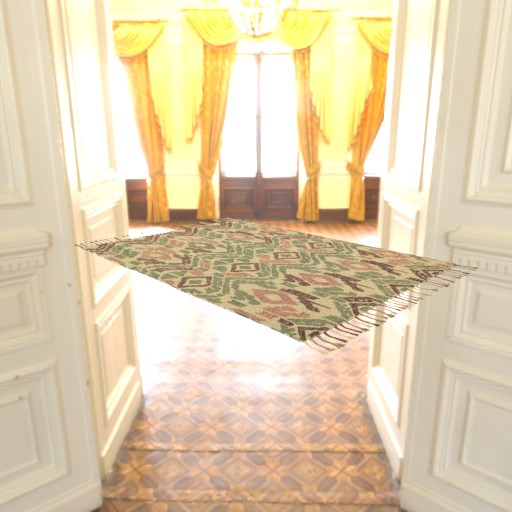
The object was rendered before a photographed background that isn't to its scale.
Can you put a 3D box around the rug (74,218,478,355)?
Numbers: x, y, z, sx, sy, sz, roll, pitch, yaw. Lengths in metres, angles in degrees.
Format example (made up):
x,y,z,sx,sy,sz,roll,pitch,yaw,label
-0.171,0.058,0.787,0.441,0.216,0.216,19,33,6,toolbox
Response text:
x,y,z,sx,sy,sz,roll,pitch,yaw,label
0.000,0.000,2.340,1.219,0.010,1.829,-15,22,-43,rug
